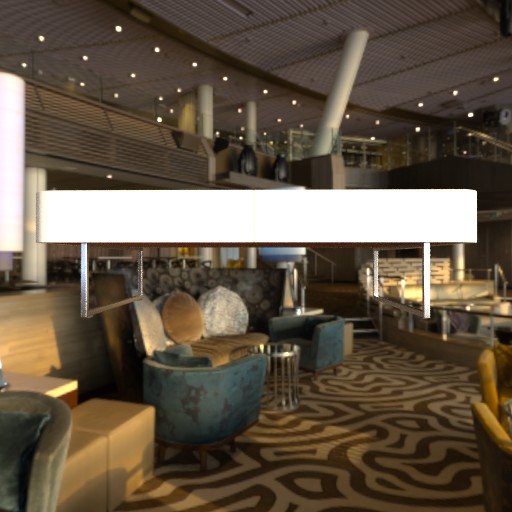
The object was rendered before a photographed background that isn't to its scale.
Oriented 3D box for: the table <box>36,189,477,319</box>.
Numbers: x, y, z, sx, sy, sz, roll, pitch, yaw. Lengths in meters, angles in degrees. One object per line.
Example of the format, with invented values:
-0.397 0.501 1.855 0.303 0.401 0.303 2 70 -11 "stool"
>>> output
0.000 0.000 1.454 1.200 0.340 0.600 0 0 1 "table"
